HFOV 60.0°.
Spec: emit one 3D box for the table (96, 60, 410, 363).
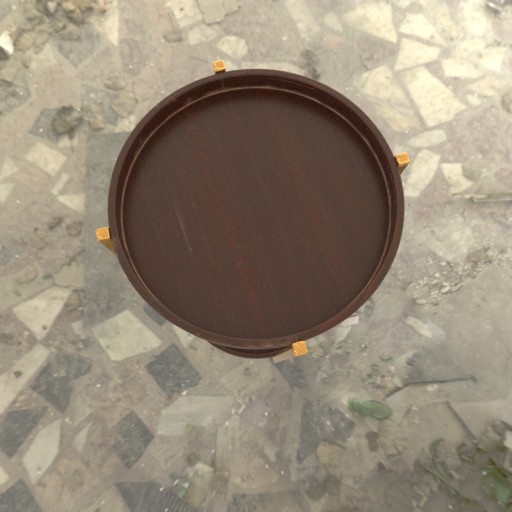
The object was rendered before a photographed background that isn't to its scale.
[{"bbox_3d":[0.000,0.000,0.844,0.400,0.610,0.400,-15,76,-4],"label":"table"}]
